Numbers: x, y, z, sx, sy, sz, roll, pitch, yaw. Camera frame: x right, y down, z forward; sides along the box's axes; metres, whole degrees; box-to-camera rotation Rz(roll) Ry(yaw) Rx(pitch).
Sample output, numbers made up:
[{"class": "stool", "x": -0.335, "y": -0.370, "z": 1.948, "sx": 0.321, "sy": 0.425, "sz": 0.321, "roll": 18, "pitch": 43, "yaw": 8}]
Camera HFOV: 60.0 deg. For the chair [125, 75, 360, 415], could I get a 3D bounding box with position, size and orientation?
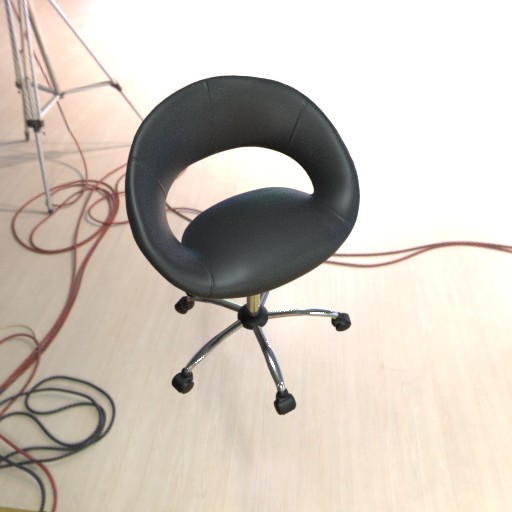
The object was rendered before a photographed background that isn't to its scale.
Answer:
[{"class": "chair", "x": 0.000, "y": 0.000, "z": 1.178, "sx": 0.612, "sy": 0.791, "sz": 0.538, "roll": -25, "pitch": 51, "yaw": -22}]
